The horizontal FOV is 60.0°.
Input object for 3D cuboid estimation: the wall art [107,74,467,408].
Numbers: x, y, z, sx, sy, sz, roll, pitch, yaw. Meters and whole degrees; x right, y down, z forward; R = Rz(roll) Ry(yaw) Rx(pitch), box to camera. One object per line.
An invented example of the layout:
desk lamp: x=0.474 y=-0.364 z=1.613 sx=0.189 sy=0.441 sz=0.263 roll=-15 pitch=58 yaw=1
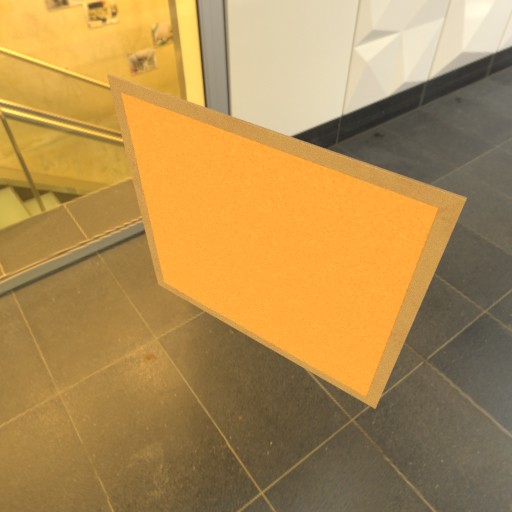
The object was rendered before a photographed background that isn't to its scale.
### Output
wall art: x=0.000 y=0.000 z=1.626 sx=1.168 sy=1.067 sz=0.025 roll=26 pitch=51 yaw=23
